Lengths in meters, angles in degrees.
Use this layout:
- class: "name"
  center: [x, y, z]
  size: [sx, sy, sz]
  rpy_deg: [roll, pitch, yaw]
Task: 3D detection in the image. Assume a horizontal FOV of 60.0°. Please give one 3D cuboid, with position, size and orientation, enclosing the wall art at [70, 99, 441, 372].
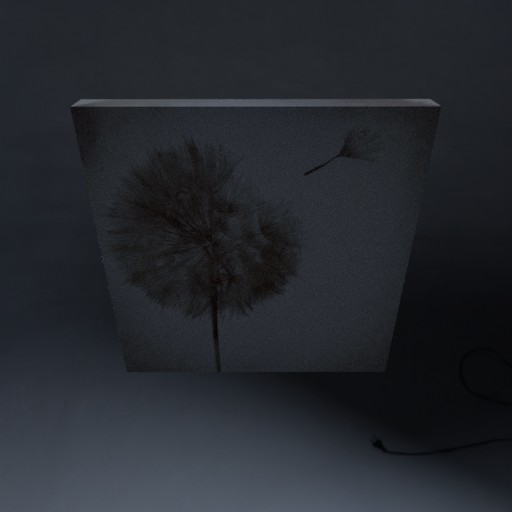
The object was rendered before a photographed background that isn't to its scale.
- class: "wall art"
  center: [0.000, 0.000, 0.453]
  size: [0.303, 0.303, 0.028]
  rpy_deg: [0, 32, 0]
